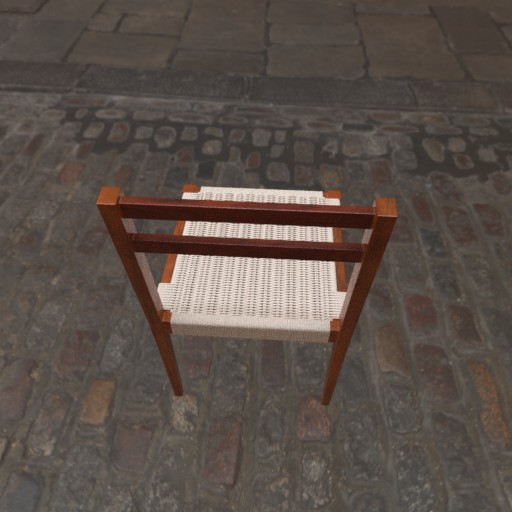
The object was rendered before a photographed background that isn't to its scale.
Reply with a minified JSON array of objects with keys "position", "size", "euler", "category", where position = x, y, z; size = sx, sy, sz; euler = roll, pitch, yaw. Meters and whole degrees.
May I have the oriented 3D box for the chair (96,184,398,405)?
[{"position":[0.000,0.000,1.217],"size":[0.495,0.851,0.569],"euler":[3,48,2],"category":"chair"}]
